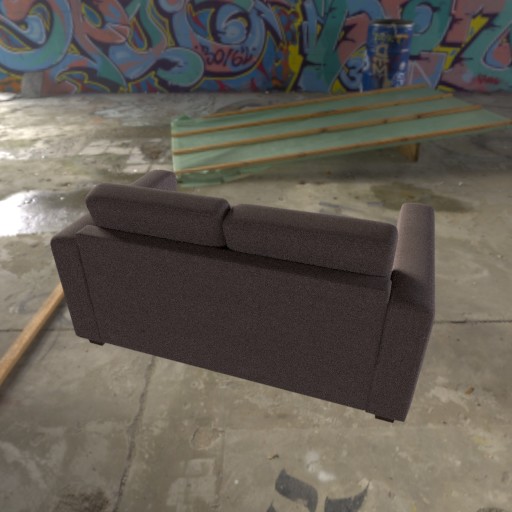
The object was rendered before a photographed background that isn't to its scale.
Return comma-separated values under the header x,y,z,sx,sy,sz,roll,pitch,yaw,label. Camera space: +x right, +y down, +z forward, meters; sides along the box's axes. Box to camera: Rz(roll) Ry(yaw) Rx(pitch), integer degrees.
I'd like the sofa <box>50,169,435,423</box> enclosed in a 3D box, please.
x,y,z,sx,sy,sz,roll,pitch,yaw,label
0.000,0.000,2.057,1.520,0.800,0.900,10,33,16,sofa
